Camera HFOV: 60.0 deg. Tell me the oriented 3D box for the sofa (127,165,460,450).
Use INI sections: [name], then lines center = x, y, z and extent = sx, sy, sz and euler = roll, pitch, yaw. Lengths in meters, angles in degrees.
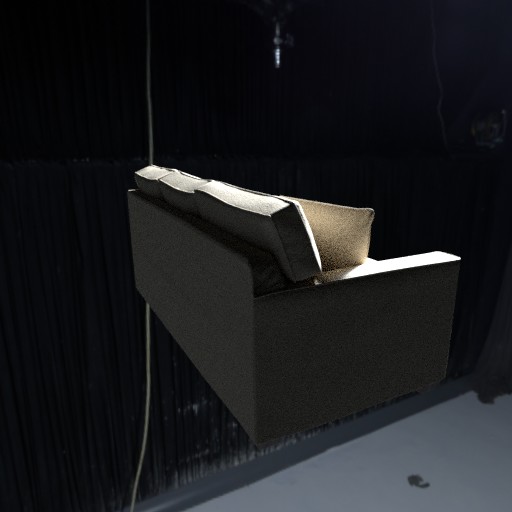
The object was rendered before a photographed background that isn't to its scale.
[sofa]
center = 0.000, 0.000, 2.554
extent = 1.034, 0.946, 1.962
euler = -8, 17, -26
